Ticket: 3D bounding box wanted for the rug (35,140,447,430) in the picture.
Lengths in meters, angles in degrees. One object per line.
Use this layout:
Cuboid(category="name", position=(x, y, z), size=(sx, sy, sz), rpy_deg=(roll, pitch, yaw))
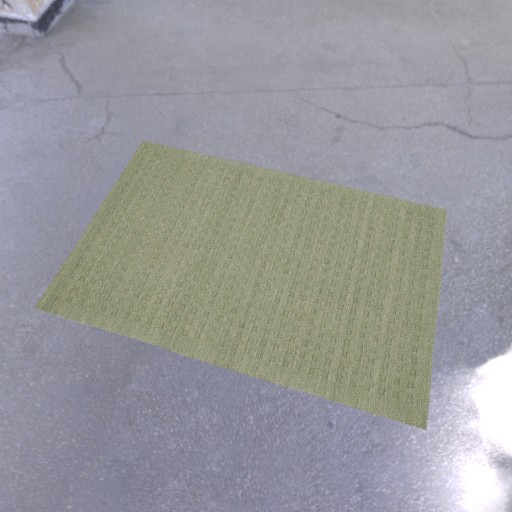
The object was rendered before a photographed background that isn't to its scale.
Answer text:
Cuboid(category="rug", position=(0.000, 0.000, 2.161), size=(1.747, 0.006, 1.143), rpy_deg=(15, 58, 9))
